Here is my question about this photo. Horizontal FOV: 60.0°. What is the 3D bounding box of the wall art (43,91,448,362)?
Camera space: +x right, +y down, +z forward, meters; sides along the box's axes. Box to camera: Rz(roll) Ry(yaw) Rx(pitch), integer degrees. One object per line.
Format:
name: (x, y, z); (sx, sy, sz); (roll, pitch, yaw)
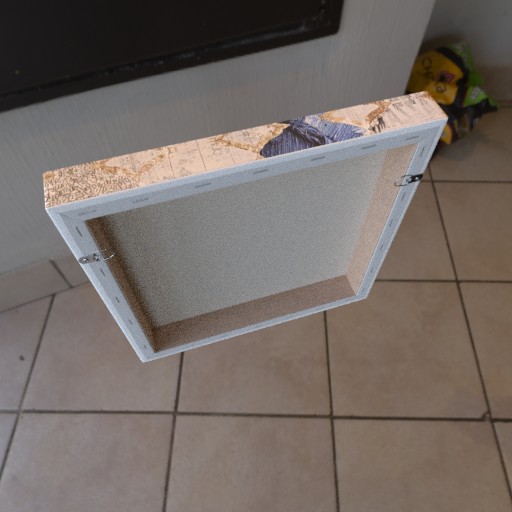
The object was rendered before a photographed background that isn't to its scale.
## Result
wall art: (0.000, 0.000, 0.453); (0.303, 0.304, 0.036); (-15, 58, -9)
